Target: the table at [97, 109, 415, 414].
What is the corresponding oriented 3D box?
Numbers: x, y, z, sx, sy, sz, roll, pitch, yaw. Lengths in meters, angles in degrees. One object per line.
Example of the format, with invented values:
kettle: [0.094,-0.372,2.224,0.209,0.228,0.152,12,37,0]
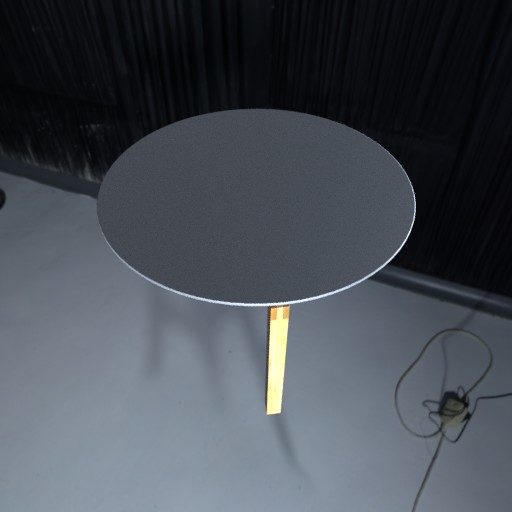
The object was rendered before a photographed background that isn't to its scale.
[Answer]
table: [0.000,0.000,1.004,0.600,0.405,0.600,0,45,0]
